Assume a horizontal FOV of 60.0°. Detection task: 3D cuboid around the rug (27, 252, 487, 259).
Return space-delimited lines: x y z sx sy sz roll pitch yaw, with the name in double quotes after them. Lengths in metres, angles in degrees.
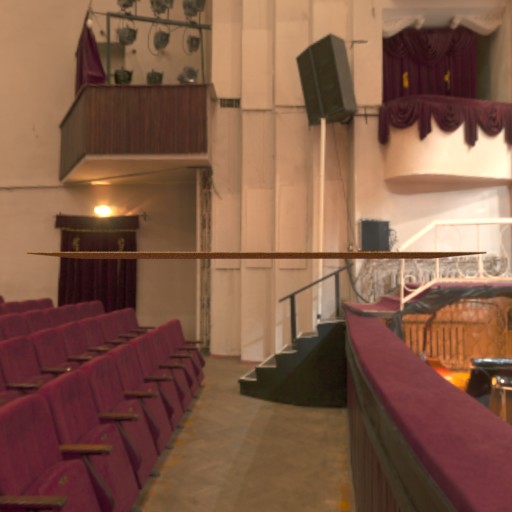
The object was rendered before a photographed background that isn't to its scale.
0.000 0.000 2.717 2.438 0.010 0.775 0 -2 1 "rug"
